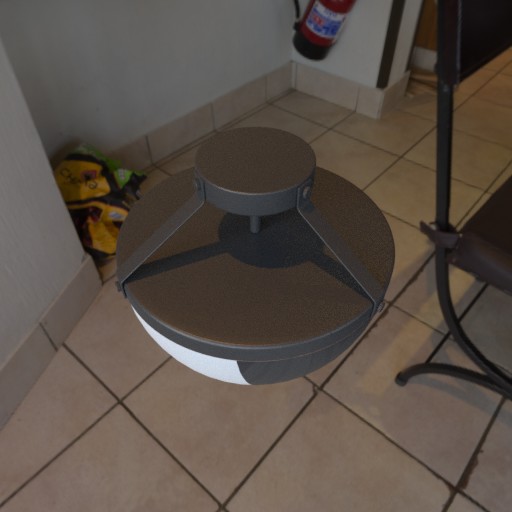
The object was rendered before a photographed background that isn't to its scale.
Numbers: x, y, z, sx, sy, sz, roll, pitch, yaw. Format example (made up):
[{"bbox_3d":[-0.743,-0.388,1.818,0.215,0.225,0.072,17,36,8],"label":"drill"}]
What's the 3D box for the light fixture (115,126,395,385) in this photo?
[{"bbox_3d":[0.000,0.000,0.518,0.304,0.269,0.304,0,45,0],"label":"light fixture"}]
